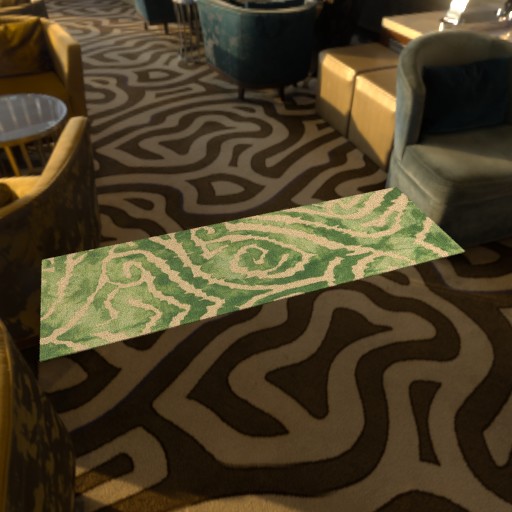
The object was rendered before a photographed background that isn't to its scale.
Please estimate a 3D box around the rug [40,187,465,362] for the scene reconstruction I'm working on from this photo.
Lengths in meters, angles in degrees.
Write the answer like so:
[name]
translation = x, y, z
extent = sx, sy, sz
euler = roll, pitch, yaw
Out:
[rug]
translation = 0.000, 0.000, 2.675
extent = 2.438, 0.006, 0.761
euler = -13, 43, -14
